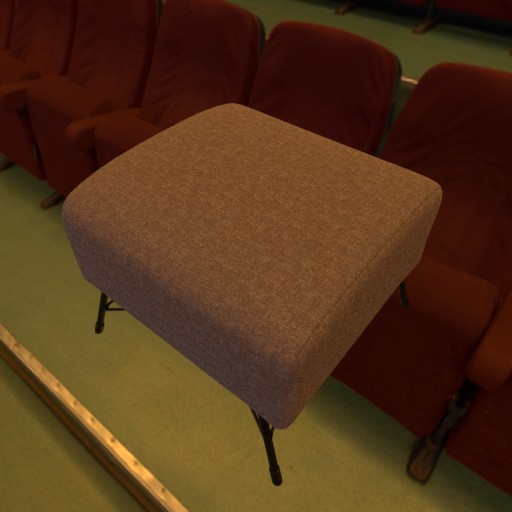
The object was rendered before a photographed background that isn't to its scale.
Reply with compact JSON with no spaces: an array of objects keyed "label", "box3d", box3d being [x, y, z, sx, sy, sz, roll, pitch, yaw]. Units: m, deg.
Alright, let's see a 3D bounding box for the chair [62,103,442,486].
[{"label":"chair","box3d":[0.000,0.000,0.895,0.530,0.410,0.530,30,53,26]}]
